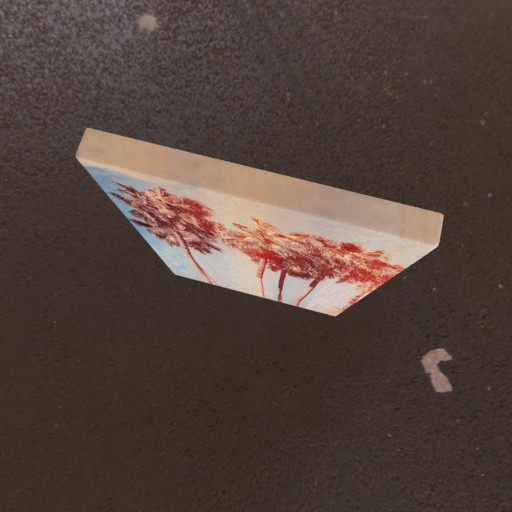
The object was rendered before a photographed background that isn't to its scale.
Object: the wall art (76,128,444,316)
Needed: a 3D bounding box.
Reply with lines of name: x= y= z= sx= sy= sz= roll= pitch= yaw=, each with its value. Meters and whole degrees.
wall art: x=0.000 y=0.000 z=0.769 sx=0.401 sy=0.610 sz=0.038 roll=14 pitch=76 yaw=4
